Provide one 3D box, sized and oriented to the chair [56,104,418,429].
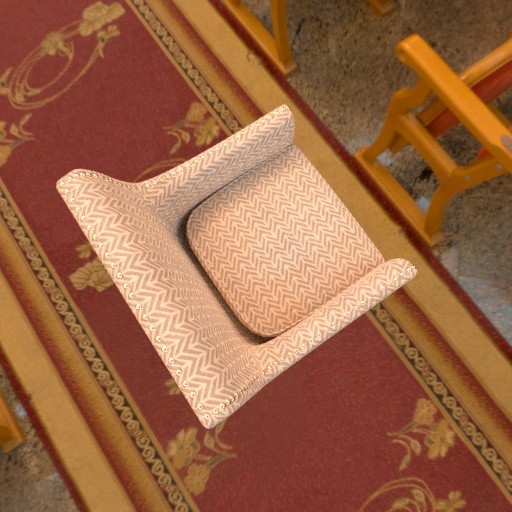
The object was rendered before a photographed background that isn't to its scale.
[{"bbox_3d":[0.000,0.000,1.309,0.651,0.816,0.623,-34,78,-8],"label":"chair"}]
